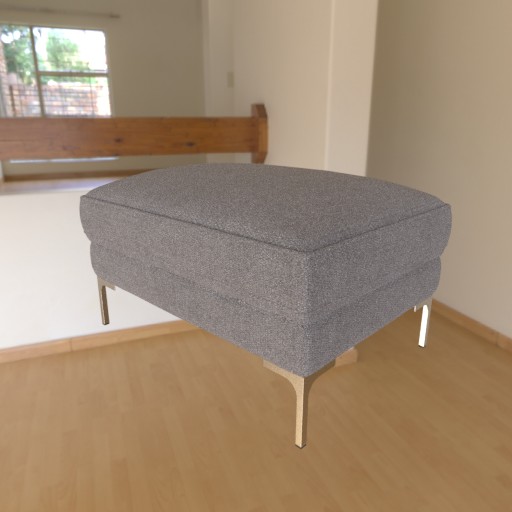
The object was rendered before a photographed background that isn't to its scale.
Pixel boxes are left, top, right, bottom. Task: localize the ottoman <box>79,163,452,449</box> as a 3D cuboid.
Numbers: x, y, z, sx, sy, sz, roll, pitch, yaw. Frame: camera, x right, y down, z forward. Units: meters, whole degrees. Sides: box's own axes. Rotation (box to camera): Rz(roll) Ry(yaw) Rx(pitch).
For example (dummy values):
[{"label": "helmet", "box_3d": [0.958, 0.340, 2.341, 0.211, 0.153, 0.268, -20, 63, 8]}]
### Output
[{"label": "ottoman", "box_3d": [0.000, 0.000, 1.180, 0.785, 0.464, 0.583, 16, 24, 41]}]
